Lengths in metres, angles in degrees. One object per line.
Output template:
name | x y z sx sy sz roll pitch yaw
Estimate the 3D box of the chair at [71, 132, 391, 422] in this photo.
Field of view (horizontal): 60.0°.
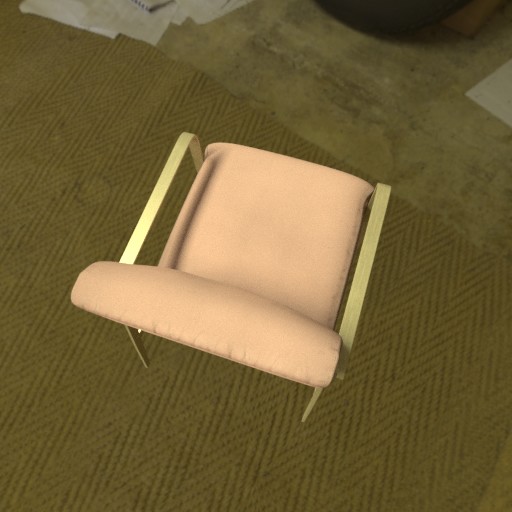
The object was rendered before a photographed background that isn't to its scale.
chair | 0.000 0.000 1.463 0.701 0.823 0.848 17 65 8
